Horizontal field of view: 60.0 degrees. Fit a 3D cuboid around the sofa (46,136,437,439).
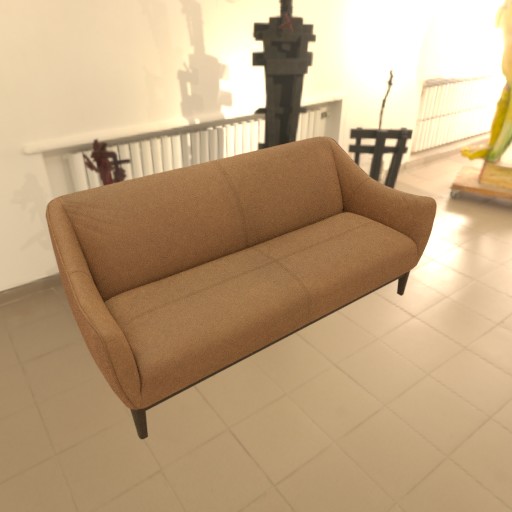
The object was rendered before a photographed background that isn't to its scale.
[{"bbox_3d":[0.000,0.000,2.357,1.928,0.830,0.869,-21,37,-31],"label":"sofa"}]
